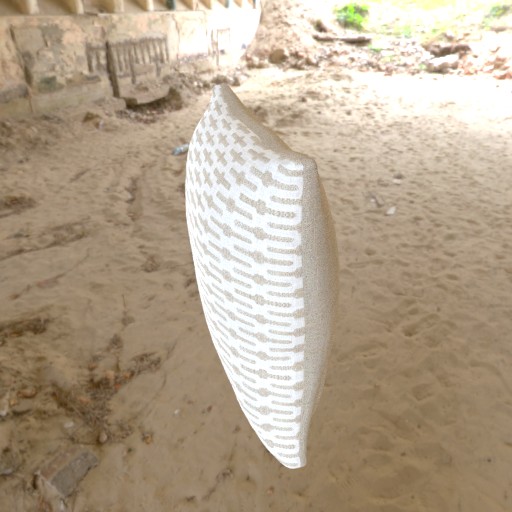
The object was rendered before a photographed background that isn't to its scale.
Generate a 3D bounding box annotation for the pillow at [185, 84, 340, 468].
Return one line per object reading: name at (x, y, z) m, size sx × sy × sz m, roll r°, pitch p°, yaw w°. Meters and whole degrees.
pillow at (0.000, 0.000, 0.766) m, size 0.219 × 0.491 × 0.496 m, roll -7°, pitch 30°, yaw -12°
